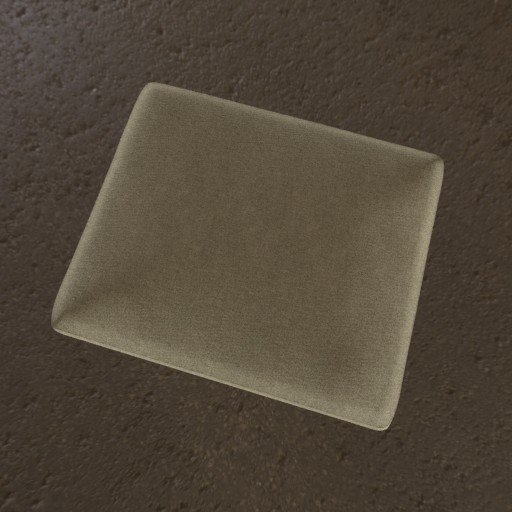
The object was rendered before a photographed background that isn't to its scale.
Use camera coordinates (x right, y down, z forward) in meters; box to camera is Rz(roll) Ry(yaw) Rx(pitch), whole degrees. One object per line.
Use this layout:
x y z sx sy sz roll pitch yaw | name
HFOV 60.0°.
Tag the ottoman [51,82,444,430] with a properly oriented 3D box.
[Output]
0.000 0.000 1.238 0.821 0.474 0.693 16 76 4 | ottoman
